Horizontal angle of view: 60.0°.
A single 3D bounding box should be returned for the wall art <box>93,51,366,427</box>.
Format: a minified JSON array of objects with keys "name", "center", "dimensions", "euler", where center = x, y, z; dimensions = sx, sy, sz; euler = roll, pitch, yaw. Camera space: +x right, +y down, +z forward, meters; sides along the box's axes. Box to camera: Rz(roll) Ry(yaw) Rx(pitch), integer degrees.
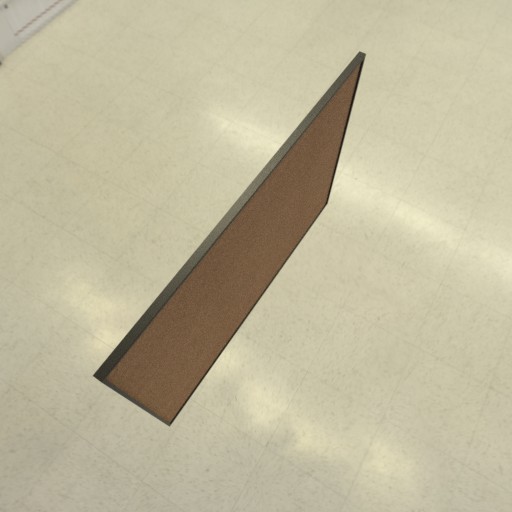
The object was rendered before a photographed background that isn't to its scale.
[{"name":"wall art","center":[0.000,0.000,1.213],"dimensions":[0.019,0.660,0.957],"euler":[31,67,15]}]
